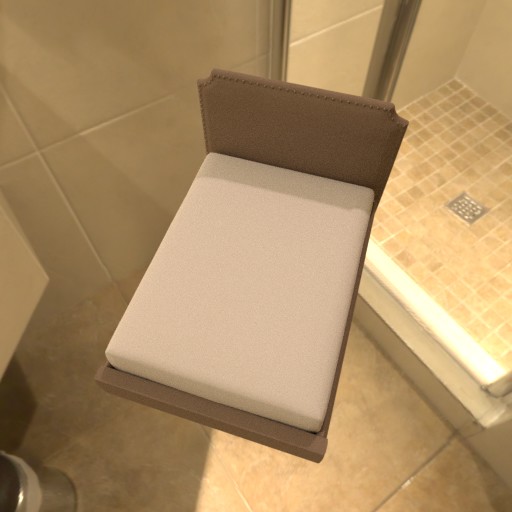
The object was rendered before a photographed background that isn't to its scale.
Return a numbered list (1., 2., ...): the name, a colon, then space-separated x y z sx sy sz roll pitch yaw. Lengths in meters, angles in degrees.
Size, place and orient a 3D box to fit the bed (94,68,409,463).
1. bed: 0.000 0.000 3.397 1.713 1.443 2.372 15 58 9
